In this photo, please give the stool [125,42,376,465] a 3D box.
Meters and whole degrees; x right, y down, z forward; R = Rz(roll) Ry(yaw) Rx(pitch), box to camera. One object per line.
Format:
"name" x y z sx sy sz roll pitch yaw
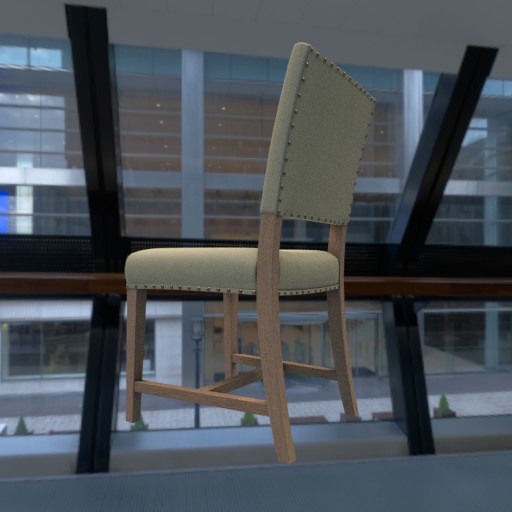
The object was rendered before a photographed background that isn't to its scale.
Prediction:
"stool" 0.000 0.000 1.355 0.623 0.986 0.508 0 -1 35
